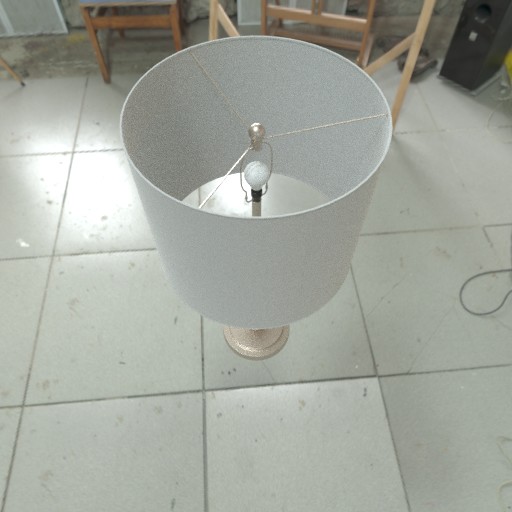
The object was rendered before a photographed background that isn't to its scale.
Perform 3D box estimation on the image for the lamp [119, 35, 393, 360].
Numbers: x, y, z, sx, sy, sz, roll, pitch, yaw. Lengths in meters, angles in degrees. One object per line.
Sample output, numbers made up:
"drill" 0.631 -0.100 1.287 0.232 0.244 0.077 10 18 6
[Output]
"lamp" 0.000 0.000 0.677 0.277 0.538 0.277 -30 62 -18
